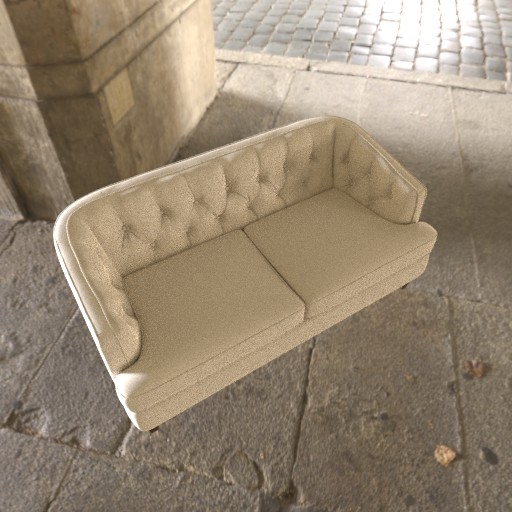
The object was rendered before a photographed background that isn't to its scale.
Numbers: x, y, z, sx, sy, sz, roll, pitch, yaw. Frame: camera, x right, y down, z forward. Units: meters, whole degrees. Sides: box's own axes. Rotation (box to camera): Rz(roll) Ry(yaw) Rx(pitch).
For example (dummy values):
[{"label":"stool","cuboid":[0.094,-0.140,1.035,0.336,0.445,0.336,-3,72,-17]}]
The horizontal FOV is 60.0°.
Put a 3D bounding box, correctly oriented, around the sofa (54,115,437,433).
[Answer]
[{"label":"sofa","cuboid":[0.000,0.000,2.298,1.733,0.855,0.941,-25,52,-21]}]
